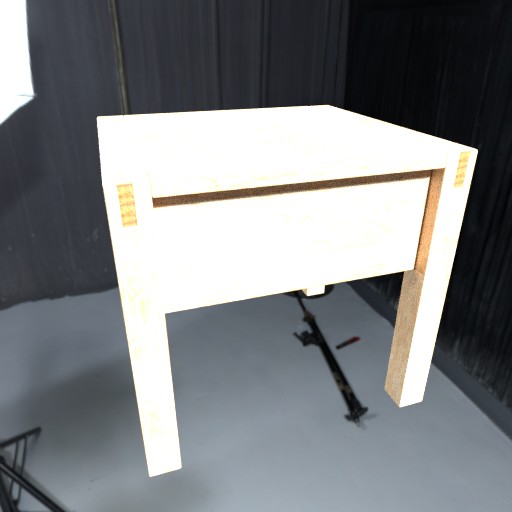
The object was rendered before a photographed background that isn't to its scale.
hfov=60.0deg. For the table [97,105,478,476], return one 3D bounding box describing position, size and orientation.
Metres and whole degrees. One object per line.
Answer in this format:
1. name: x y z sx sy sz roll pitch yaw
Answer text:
1. table: 0.000 0.000 0.810 0.480 0.450 0.440 -8 28 -16
